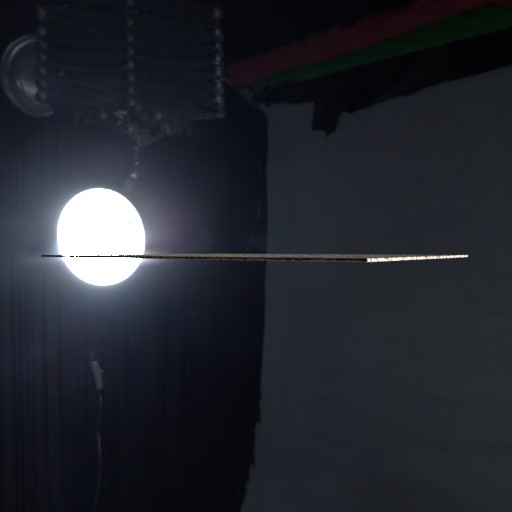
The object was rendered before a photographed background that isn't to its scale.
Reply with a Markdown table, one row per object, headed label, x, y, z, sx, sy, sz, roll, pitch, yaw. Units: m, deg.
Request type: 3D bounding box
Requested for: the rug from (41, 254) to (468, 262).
| label | x | y | z | sx | sy | sz | roll | pitch | yaw |
| --- | --- | --- | --- | --- | --- | --- | --- | --- | --- |
| rug | 0.000 | 0.000 | 4.182 | 3.215 | 0.020 | 2.446 | 0 | 1 | 36 |
